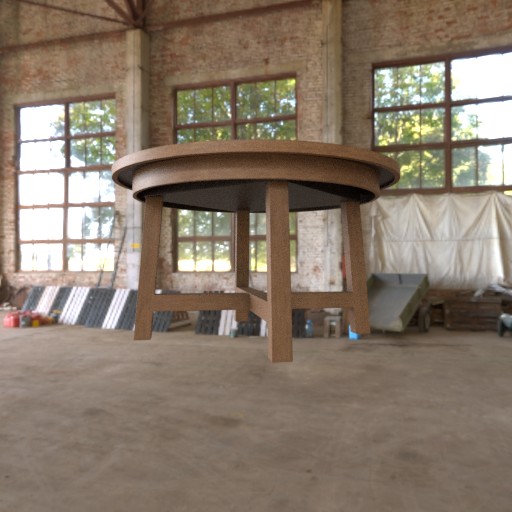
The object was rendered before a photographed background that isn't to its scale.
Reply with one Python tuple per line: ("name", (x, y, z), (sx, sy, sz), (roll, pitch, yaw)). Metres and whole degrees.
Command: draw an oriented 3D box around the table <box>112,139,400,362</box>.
("table", (0.000, 0.000, 2.126), (1.319, 0.762, 1.319), (0, -1, 0))
